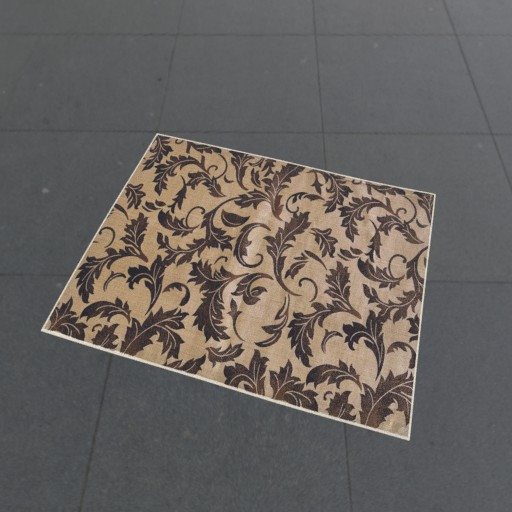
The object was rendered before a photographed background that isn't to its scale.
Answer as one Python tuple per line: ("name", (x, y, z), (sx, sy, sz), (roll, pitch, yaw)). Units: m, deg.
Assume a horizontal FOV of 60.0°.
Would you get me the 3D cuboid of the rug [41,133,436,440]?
("rug", (0.000, 0.000, 3.974), (2.977, 0.008, 2.380), (14, 59, 9))
